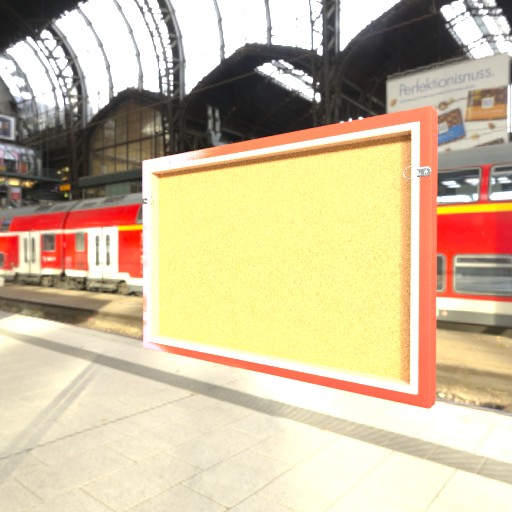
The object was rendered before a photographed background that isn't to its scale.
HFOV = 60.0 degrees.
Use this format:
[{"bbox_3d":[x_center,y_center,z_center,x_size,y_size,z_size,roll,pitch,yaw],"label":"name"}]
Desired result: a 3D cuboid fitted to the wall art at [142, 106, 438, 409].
[{"bbox_3d":[0.000,0.000,1.177,0.913,0.609,0.040,1,1,38],"label":"wall art"}]
